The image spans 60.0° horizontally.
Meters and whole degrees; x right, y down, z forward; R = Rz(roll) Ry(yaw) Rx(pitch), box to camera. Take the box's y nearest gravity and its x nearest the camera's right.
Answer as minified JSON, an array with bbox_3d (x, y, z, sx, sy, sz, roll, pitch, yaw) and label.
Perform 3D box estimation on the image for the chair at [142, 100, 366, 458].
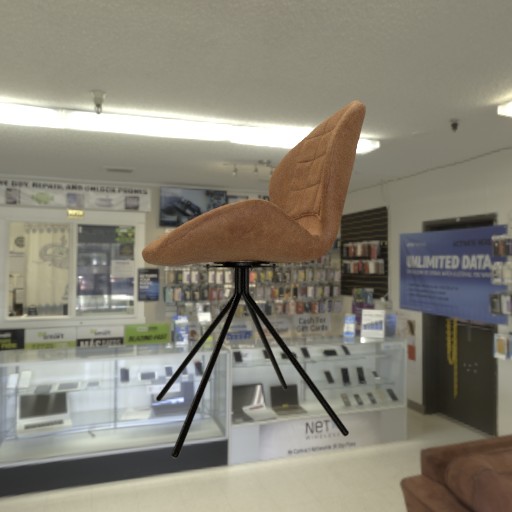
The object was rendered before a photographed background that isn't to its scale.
[{"bbox_3d":[0.000,0.000,1.298,0.640,0.929,0.527,0,-1,-17],"label":"chair"}]
